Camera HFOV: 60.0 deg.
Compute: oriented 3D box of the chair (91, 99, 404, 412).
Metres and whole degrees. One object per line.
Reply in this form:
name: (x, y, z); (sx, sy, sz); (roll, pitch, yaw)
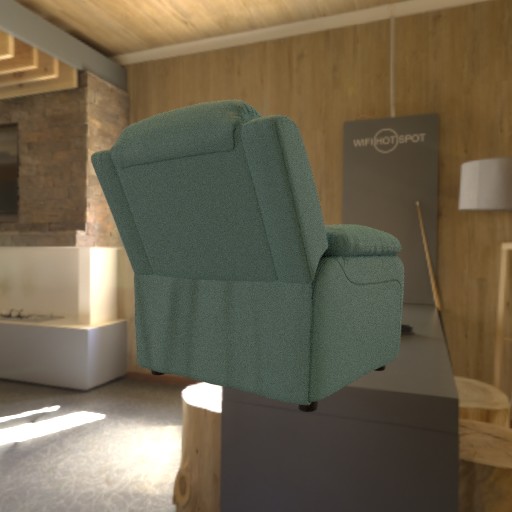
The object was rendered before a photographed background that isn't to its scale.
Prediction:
chair: (0.000, 0.000, 1.285); (0.680, 0.702, 0.709); (1, 1, 36)
